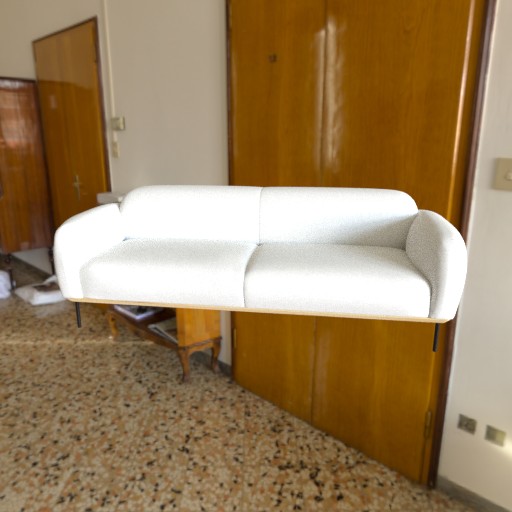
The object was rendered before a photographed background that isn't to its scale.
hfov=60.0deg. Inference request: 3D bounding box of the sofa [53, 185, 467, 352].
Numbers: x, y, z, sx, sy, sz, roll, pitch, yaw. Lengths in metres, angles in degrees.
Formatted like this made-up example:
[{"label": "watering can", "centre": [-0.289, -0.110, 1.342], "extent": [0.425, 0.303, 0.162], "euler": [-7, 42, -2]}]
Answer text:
[{"label": "sofa", "centre": [0.000, 0.000, 2.722], "extent": [2.257, 0.780, 0.880], "euler": [2, 15, 8]}]
